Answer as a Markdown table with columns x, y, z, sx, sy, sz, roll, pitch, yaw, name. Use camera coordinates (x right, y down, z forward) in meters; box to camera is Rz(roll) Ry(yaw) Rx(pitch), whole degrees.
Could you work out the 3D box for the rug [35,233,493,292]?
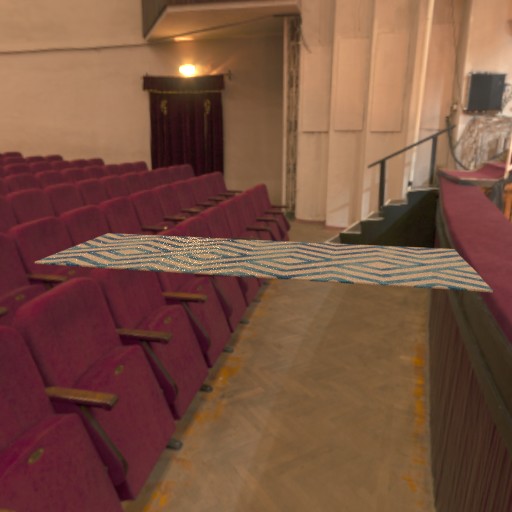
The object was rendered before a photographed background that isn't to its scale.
| x | y | z | sx | sy | sz | roll | pitch | yaw | name |
| --- | --- | --- | --- | --- | --- | --- | --- | --- | --- |
| 0.000 | 0.000 | 1.650 | 1.492 | 0.007 | 0.503 | 3 | 15 | 11 | rug |
